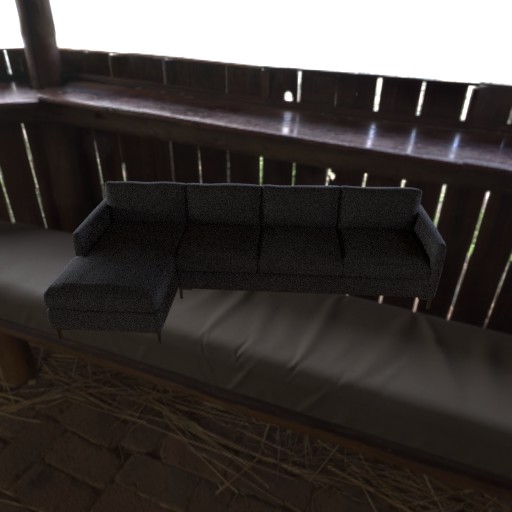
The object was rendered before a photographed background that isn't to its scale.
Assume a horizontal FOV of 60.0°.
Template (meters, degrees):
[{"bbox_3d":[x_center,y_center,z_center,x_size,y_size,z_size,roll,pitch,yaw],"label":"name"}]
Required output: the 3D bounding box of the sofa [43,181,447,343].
[{"bbox_3d":[0.000,0.000,3.569,2.932,0.810,1.350,2,30,3],"label":"sofa"}]
